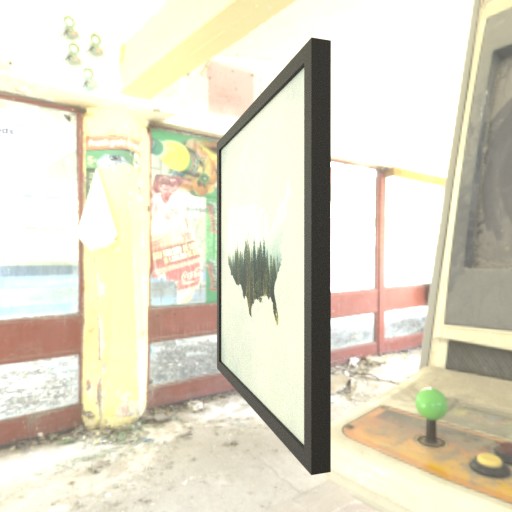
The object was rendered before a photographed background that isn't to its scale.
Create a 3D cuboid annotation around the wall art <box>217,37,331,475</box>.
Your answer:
[{"bbox_3d":[0.000,0.000,1.141,0.038,0.763,0.763,0,0,-17],"label":"wall art"}]
